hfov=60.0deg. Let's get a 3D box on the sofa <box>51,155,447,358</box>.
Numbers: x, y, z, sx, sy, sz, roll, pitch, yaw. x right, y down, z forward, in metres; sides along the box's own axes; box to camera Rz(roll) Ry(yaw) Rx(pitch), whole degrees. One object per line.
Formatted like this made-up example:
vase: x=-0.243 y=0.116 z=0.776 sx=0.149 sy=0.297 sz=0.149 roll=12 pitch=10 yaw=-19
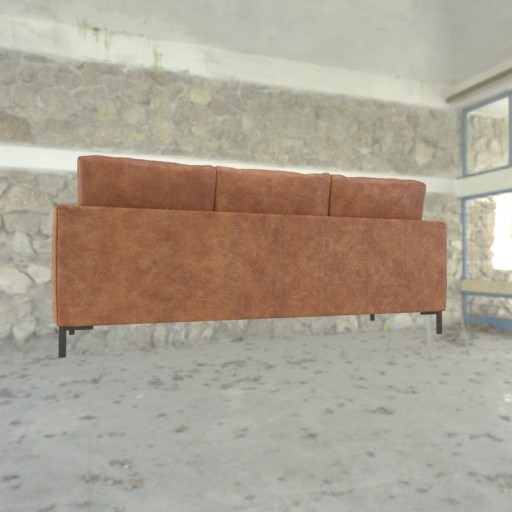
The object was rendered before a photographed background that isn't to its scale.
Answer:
sofa: x=0.000 y=0.000 z=2.476 sx=2.029 sy=0.863 sz=0.748 roll=0 pitch=-1 yaw=-19
